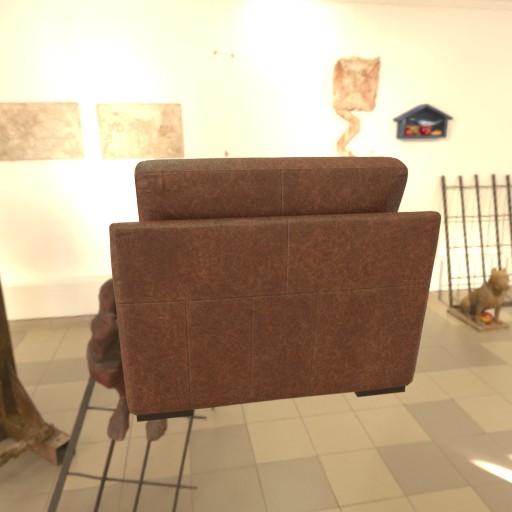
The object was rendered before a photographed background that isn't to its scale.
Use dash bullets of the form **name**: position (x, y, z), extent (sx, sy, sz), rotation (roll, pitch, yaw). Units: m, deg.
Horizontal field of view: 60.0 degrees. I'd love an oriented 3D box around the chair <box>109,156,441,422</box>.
- **chair**: position (0.000, 0.000, 2.040), extent (1.168, 0.939, 1.143), rotation (-3, 17, -10)
